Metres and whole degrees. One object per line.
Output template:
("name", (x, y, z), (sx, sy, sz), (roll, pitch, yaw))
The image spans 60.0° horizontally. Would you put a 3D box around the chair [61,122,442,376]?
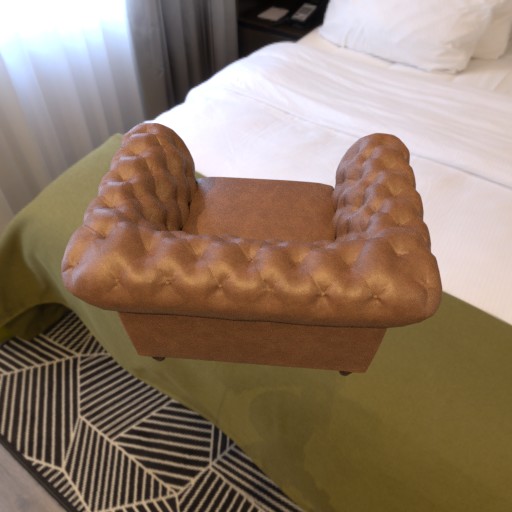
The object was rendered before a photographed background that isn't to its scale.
("chair", (0.000, 0.000, 1.925), (1.298, 0.784, 0.954), (4, 47, 3))
